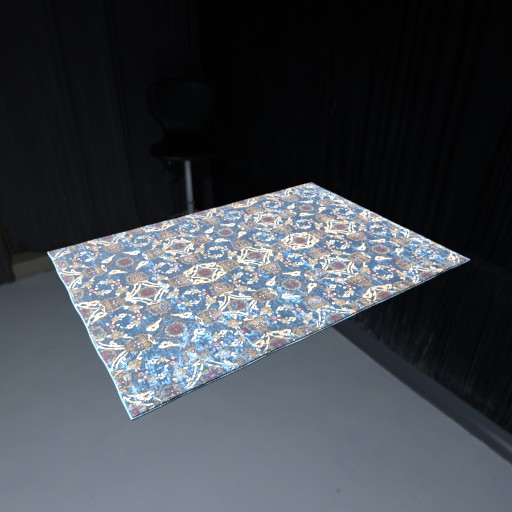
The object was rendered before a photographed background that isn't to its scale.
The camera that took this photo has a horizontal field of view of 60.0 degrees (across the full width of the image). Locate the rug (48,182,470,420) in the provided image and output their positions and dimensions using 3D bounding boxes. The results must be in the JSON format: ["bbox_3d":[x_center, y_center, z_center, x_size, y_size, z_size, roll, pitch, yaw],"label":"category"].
[{"bbox_3d":[0.000,0.000,2.832,2.207,0.014,1.567,-19,36,-28],"label":"rug"}]
